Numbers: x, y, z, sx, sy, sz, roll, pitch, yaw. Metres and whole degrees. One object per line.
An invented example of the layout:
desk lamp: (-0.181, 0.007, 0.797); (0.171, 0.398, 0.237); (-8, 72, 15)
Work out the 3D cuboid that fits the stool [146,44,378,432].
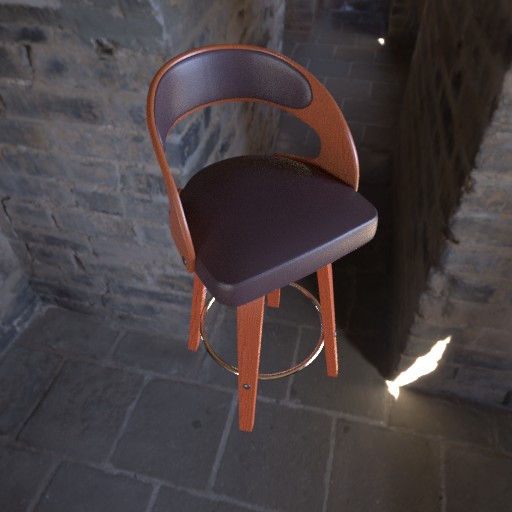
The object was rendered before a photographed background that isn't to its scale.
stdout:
stool: (0.000, 0.000, 1.184); (0.457, 0.940, 0.457); (-25, 50, -23)
